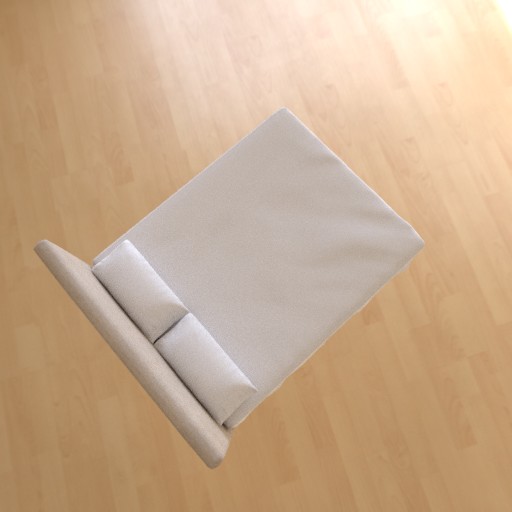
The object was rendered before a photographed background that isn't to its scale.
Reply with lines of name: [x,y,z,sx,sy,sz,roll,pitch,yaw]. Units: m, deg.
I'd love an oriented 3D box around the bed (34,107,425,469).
bed: [0.000,0.000,3.270,2.162,1.330,1.713,-41,79,-10]
